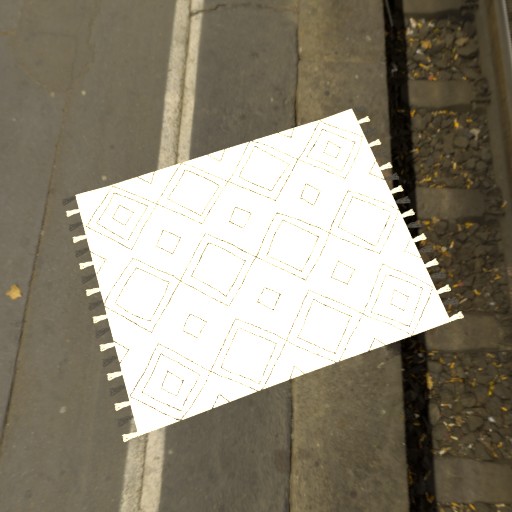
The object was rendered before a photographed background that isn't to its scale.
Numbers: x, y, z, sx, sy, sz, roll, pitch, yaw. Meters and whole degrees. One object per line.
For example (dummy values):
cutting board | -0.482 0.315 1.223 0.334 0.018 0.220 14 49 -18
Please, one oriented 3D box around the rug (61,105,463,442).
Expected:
rug | 0.000 0.000 4.185 3.221 0.026 2.342 -19 75 -5
